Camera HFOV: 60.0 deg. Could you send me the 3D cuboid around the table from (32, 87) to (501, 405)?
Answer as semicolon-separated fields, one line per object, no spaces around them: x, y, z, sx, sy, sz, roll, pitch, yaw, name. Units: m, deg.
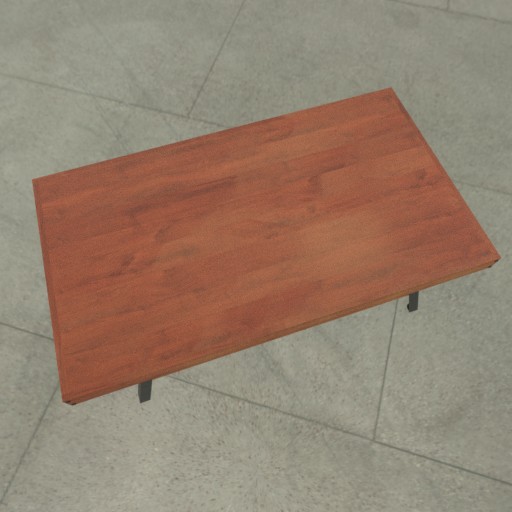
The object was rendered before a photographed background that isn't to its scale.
0.000;0.000;1.344;1.067;0.457;0.610;-17;65;-8;table
